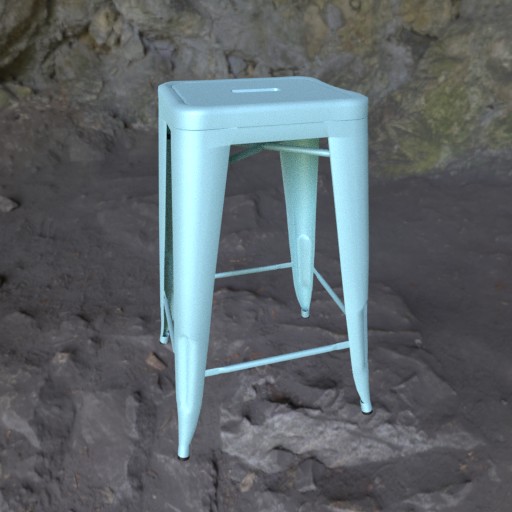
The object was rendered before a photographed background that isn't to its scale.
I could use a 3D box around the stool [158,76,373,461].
[{"bbox_3d":[0.000,0.000,0.852,0.399,0.609,0.359,-8,30,-14],"label":"stool"}]
